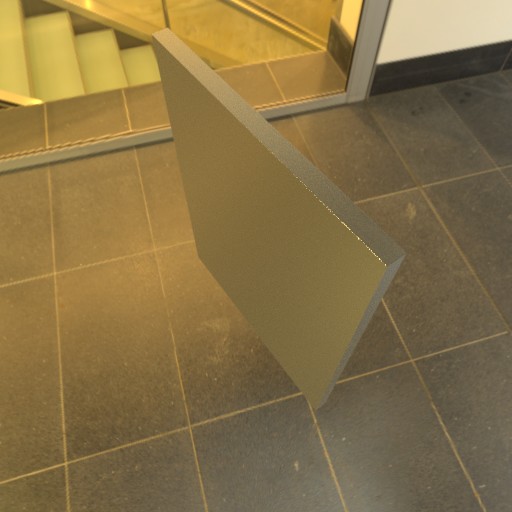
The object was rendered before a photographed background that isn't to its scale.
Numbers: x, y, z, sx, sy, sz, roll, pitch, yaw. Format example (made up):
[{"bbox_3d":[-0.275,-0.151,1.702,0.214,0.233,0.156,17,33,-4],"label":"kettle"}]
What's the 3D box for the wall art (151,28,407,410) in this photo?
[{"bbox_3d":[0.000,0.000,0.743,0.025,0.569,0.444,-31,63,-18],"label":"wall art"}]
